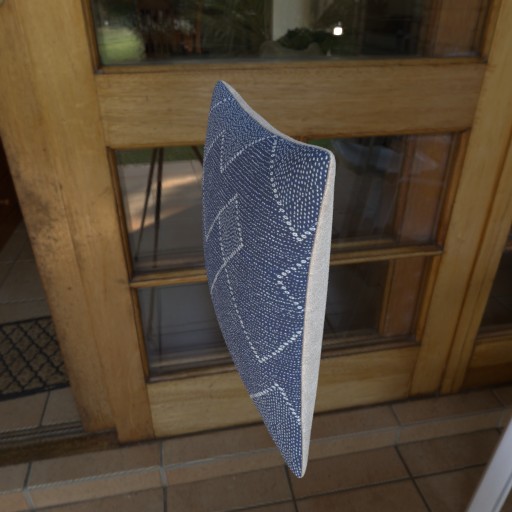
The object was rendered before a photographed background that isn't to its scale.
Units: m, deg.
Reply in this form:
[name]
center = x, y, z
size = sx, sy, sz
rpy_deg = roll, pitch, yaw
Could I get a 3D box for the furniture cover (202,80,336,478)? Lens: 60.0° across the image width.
[furniture cover]
center = 0.000, 0.000, 0.764
size = 0.162, 0.503, 0.511
rpy_deg = -8, 30, -14
